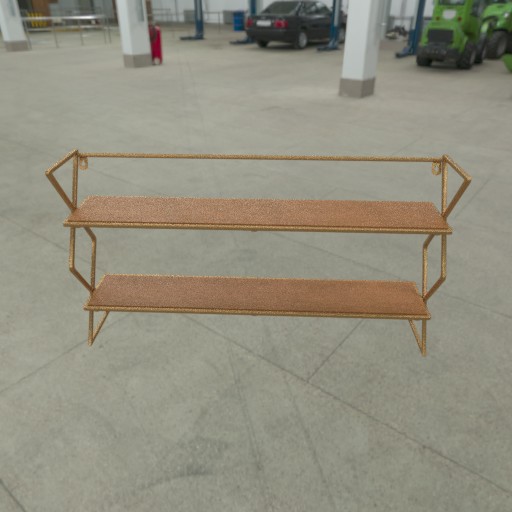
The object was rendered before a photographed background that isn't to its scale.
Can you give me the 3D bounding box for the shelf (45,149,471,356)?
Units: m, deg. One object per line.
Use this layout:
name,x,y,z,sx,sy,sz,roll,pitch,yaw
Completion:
shelf,0.000,0.000,1.029,0.822,0.450,0.150,1,30,2
